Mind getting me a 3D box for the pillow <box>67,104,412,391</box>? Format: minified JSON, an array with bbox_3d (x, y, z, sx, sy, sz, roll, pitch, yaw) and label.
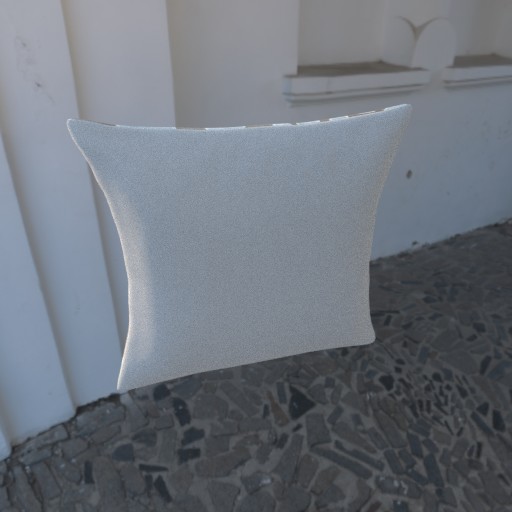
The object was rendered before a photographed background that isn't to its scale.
[{"bbox_3d":[0.000,0.000,0.802,0.552,0.508,0.166,-7,28,-14],"label":"pillow"}]
